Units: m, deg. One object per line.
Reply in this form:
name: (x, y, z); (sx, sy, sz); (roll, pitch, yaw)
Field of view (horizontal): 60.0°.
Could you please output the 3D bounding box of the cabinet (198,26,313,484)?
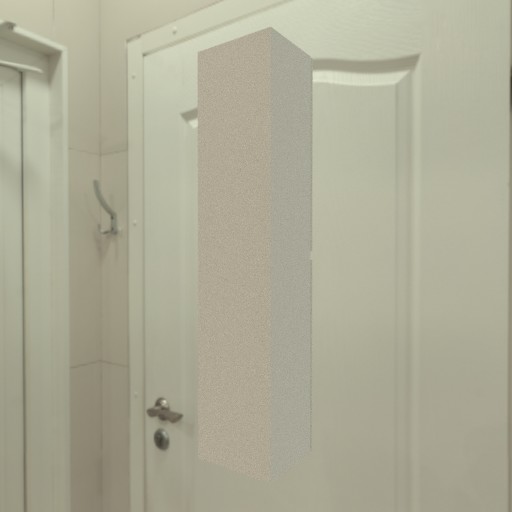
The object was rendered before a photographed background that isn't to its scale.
cabinet: (0.000, 0.000, 1.554); (0.300, 1.400, 0.270); (1, 1, 35)
